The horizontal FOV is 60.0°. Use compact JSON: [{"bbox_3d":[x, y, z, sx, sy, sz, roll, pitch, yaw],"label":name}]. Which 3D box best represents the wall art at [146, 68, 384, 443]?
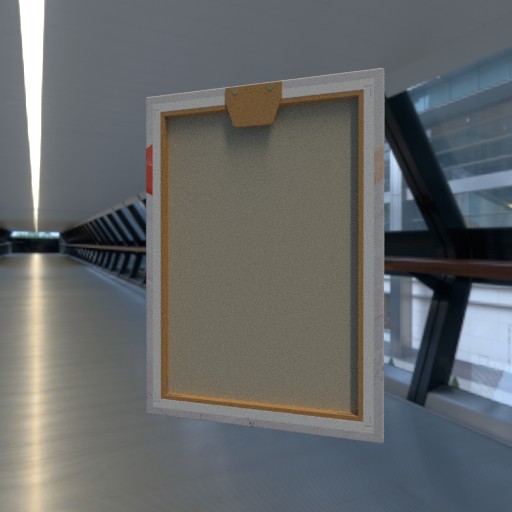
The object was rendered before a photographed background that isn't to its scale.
[{"bbox_3d":[0.000,0.000,1.105,0.613,0.848,0.036,0,0,18],"label":"wall art"}]
